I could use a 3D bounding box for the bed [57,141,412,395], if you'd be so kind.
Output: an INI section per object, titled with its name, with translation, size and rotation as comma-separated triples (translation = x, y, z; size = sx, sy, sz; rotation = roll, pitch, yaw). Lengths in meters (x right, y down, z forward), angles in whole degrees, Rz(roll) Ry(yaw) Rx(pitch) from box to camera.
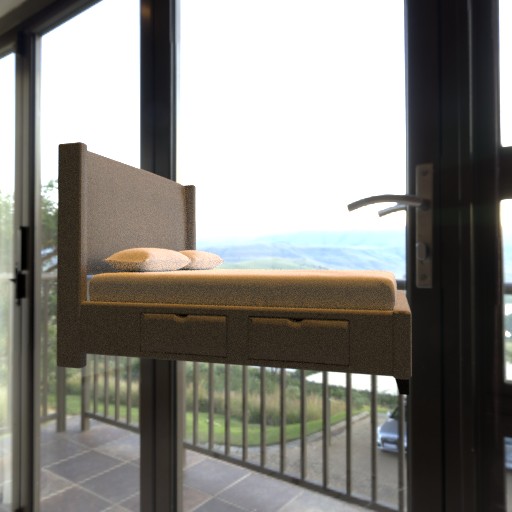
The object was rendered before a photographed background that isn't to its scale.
[bed]
translation = 0.000, 0.000, 3.448
size = 2.222, 1.491, 1.774
rotation = 0, -1, 17
